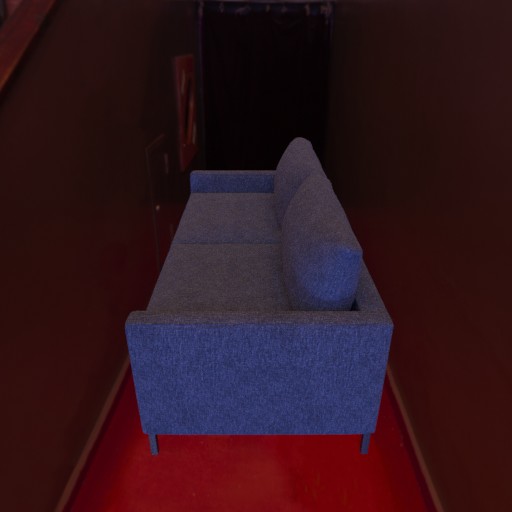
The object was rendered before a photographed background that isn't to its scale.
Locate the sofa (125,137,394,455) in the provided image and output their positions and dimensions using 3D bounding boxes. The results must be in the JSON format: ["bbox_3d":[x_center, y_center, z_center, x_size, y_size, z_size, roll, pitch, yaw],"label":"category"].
[{"bbox_3d":[0.000,0.000,2.213,0.866,0.862,1.716,0,27,0],"label":"sofa"}]
